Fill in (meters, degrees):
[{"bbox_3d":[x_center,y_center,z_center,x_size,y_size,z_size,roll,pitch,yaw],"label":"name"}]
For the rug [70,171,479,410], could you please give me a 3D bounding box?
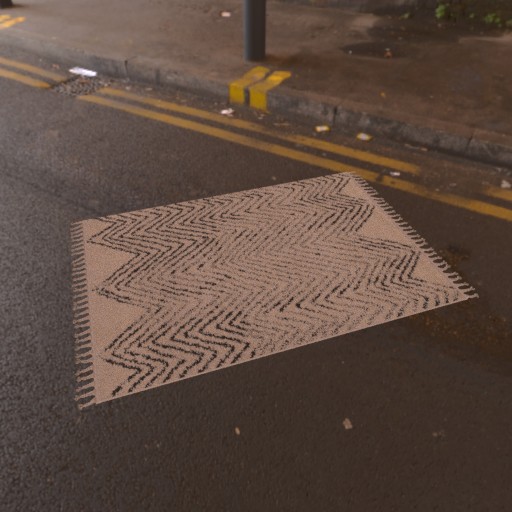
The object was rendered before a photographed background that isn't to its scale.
[{"bbox_3d":[0.000,0.000,2.314,1.847,0.014,1.230,-13,43,-14],"label":"rug"}]
